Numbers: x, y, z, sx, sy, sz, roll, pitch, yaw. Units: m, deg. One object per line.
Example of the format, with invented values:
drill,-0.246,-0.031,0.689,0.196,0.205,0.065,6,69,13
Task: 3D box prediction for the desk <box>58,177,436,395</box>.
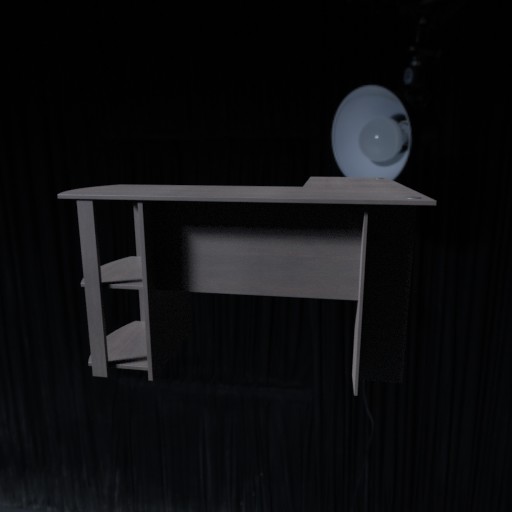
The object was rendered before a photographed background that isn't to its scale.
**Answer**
desk,0.000,0.000,2.206,1.361,0.716,1.303,2,13,9
